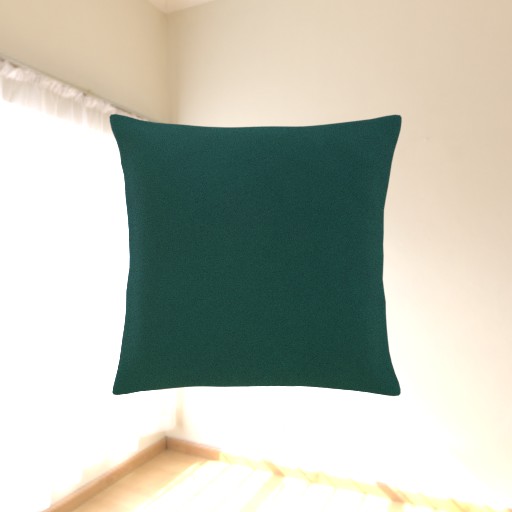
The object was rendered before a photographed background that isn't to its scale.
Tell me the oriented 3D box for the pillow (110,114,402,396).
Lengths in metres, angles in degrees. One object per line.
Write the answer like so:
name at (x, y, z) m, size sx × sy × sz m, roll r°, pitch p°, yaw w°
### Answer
pillow at (0.000, 0.000, 0.800) m, size 0.525 × 0.508 × 0.166 m, roll 0°, pitch 0°, yaw 0°
